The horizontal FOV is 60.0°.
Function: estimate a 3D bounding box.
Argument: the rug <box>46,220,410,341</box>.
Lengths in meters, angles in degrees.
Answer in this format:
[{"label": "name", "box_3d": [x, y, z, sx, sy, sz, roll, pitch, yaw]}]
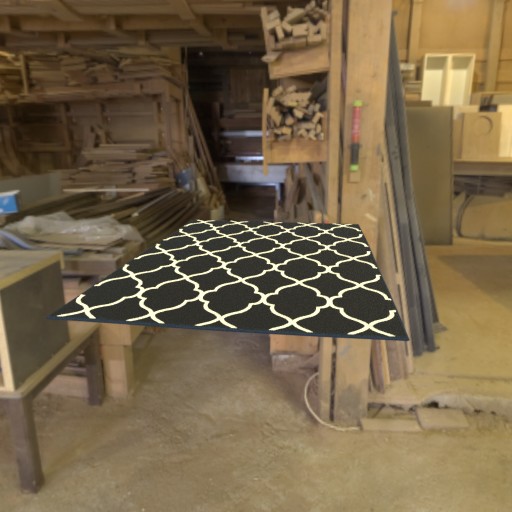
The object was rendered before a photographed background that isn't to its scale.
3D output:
[{"label": "rug", "box_3d": [0.000, 0.000, 2.900, 1.528, 0.014, 2.294, 2, 16, 8]}]
